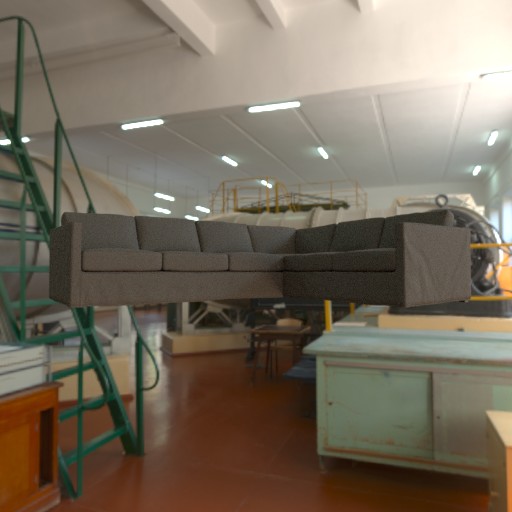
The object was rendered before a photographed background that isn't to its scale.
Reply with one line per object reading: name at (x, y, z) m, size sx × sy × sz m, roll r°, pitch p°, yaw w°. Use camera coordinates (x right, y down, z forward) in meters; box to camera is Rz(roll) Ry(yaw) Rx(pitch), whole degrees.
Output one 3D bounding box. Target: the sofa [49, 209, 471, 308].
sofa at (0.000, 0.000, 4.172) m, size 3.182 × 0.871 × 2.432 m, roll 1°, pitch -2°, yaw -35°
